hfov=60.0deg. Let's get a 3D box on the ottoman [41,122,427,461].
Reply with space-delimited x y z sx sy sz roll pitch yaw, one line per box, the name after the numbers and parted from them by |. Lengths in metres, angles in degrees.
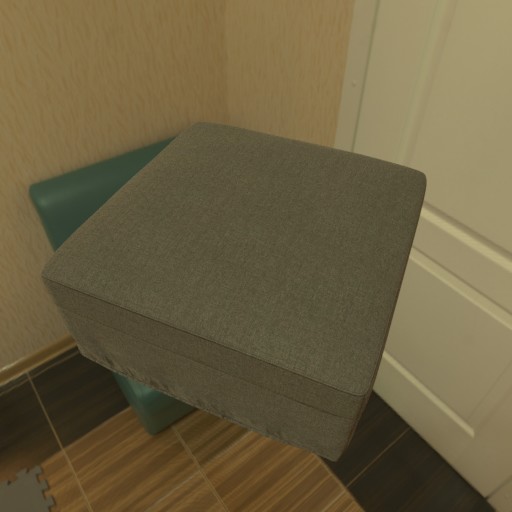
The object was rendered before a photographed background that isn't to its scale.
0.000 0.000 1.343 0.843 0.436 0.840 17 48 16 | ottoman
